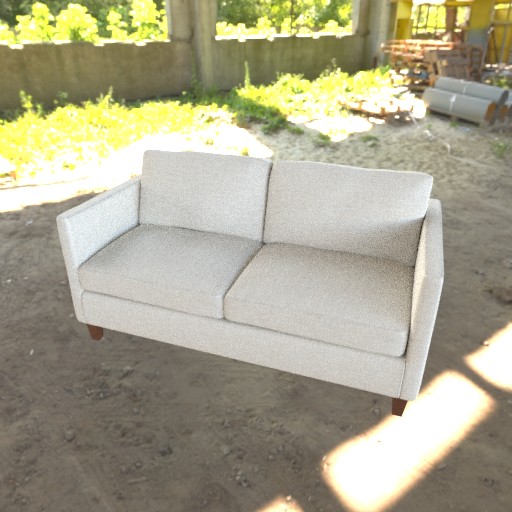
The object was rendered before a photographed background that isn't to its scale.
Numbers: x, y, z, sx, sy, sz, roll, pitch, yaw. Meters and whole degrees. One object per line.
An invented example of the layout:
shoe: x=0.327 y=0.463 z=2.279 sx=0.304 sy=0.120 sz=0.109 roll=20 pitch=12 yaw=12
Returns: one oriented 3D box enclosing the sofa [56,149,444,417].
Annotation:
sofa: x=0.000 y=0.000 z=2.441 sx=1.838 sy=0.963 sz=0.950 roll=9 pitch=29 yaw=17
